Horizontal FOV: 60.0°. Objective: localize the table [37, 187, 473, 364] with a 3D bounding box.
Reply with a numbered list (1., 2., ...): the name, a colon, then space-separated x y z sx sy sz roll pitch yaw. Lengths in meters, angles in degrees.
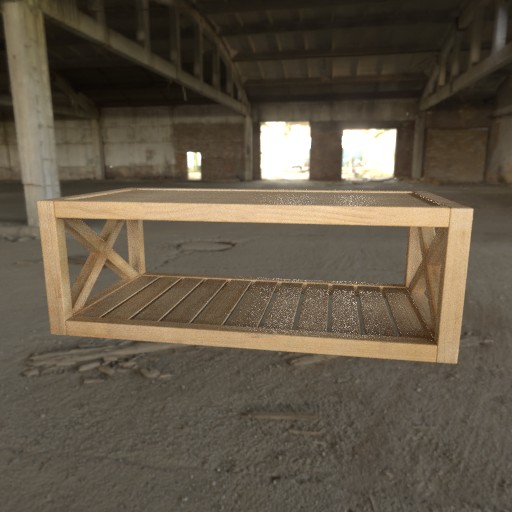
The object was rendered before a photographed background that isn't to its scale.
1. table: 0.000 0.000 1.672 1.321 0.457 0.660 2 13 10
